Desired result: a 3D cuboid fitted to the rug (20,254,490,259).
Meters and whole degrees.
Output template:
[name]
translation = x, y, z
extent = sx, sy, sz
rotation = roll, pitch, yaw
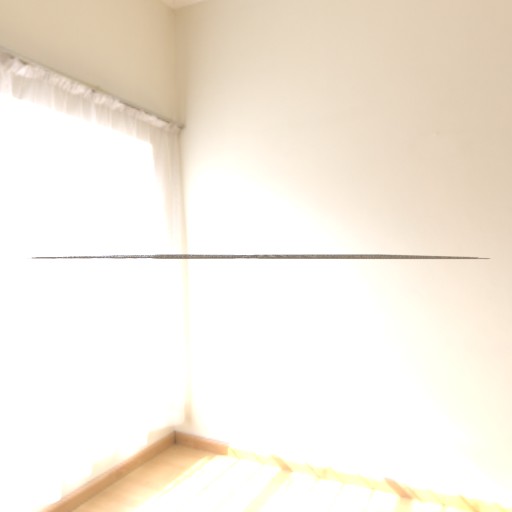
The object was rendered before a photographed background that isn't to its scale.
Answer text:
[rug]
translation = 0.000, 0.000, 3.853
extent = 2.910, 0.013, 2.256
rotation = 0, 1, 1
